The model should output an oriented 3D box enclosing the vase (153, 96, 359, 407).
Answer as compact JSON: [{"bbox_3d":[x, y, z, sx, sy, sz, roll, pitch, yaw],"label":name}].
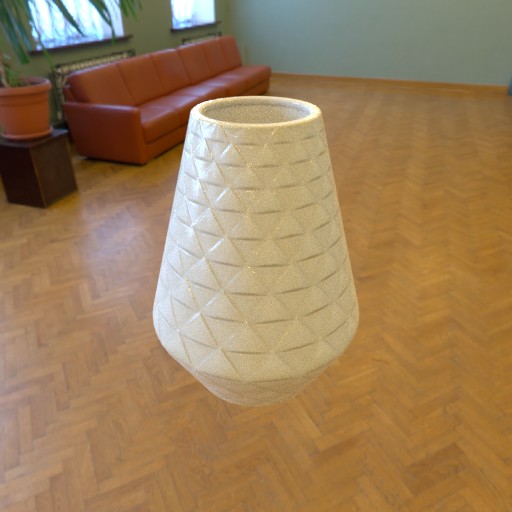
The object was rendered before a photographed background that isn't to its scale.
[{"bbox_3d":[0.000,0.000,0.358,0.175,0.230,0.175,0,31,0],"label":"vase"}]
